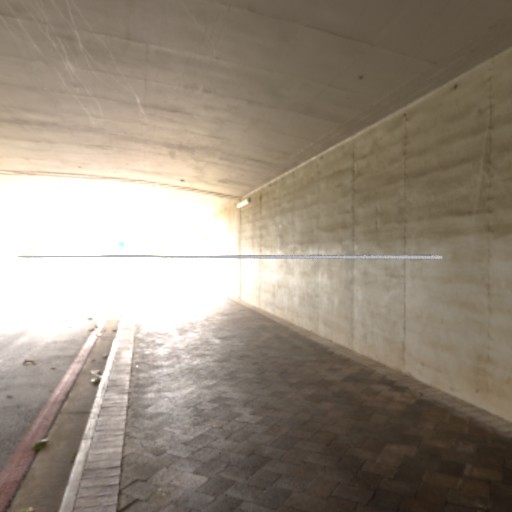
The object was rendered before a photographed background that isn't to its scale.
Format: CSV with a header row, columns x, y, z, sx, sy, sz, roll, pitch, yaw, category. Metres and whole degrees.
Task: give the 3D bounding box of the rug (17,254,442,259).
x,y,z,sx,sy,sz,roll,pitch,yaw,category
0.000,0.000,0.878,0.639,0.006,0.548,0,0,18,rug
